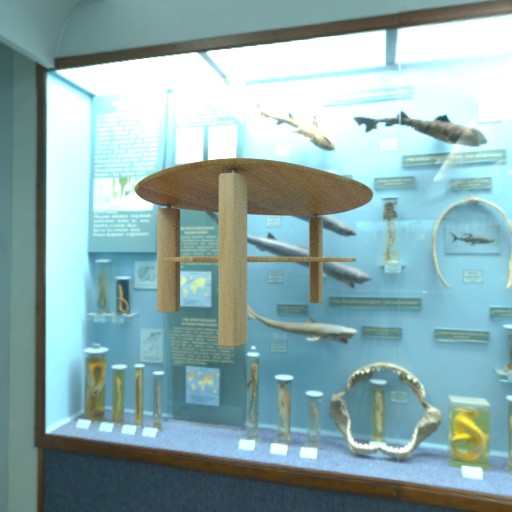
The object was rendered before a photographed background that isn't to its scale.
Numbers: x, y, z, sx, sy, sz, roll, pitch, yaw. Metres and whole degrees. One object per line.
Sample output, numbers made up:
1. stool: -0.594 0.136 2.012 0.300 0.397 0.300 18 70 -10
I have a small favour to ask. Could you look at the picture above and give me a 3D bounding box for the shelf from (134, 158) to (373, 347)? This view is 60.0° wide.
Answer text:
1. shelf: 0.000 0.000 1.652 0.845 0.440 1.246 0 -1 18
